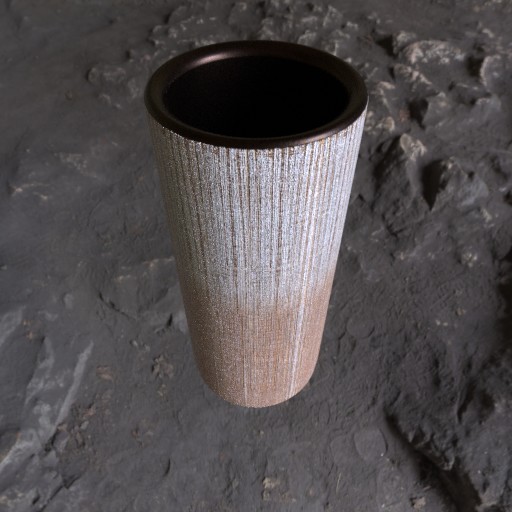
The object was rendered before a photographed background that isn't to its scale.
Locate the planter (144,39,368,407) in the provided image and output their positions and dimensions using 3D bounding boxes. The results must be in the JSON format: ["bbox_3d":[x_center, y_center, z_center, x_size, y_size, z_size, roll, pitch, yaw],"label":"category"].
[{"bbox_3d":[0.000,0.000,0.280,0.100,0.227,0.100,-4,47,-4],"label":"planter"}]
